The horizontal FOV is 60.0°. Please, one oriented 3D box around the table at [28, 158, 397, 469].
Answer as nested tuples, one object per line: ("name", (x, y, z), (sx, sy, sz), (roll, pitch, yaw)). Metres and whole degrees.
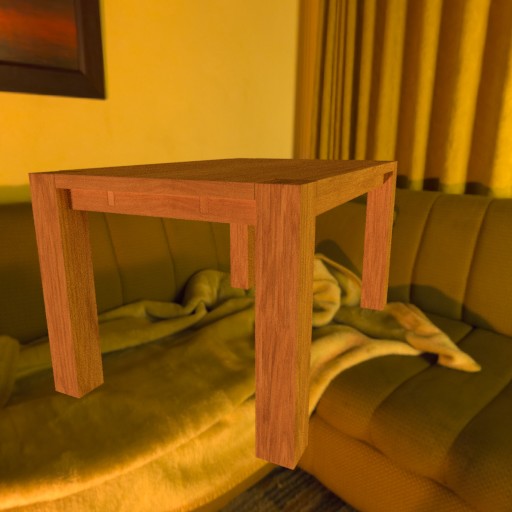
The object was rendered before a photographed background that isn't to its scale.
("table", (0.000, 0.000, 1.892), (0.900, 0.760, 1.400), (7, 16, 25))
